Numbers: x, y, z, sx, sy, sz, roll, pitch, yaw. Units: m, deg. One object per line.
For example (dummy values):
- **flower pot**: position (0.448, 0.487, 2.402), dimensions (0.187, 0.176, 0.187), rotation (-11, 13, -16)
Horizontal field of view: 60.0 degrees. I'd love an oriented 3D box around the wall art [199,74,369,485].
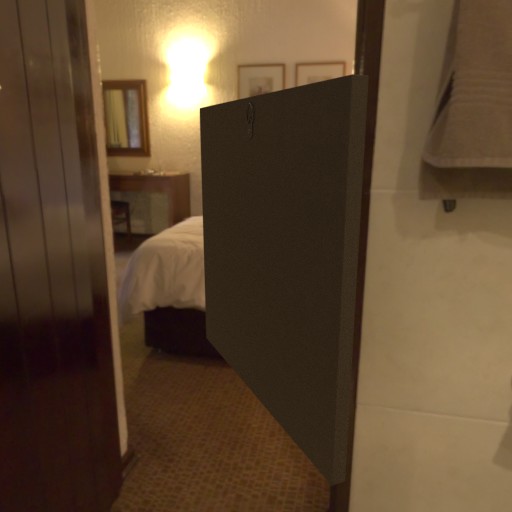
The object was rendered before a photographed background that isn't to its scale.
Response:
- **wall art**: position (0.000, 0.000, 1.188), dimensions (0.043, 0.807, 0.805), rotation (-7, 16, -24)
